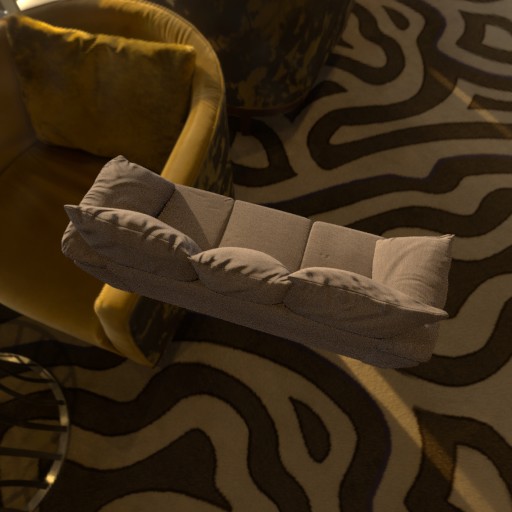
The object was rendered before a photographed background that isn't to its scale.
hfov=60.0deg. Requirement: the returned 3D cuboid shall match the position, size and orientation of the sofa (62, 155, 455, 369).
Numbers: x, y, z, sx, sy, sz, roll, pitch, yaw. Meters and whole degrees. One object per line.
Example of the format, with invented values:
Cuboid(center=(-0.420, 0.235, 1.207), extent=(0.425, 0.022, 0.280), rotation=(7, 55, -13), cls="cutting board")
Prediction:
Cuboid(center=(0.000, 0.000, 2.966), extent=(2.390, 1.043, 0.927), rotation=(16, 64, 8), cls="sofa")
